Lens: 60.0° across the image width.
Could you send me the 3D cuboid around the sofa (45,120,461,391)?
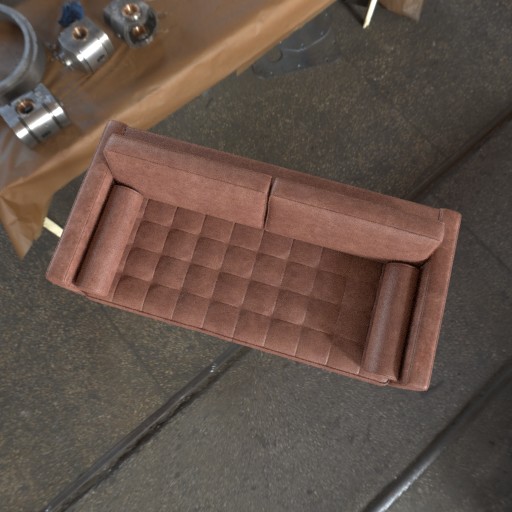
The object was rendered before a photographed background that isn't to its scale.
[{"bbox_3d":[0.000,0.000,2.314,1.870,0.760,0.910,16,77,4],"label":"sofa"}]
